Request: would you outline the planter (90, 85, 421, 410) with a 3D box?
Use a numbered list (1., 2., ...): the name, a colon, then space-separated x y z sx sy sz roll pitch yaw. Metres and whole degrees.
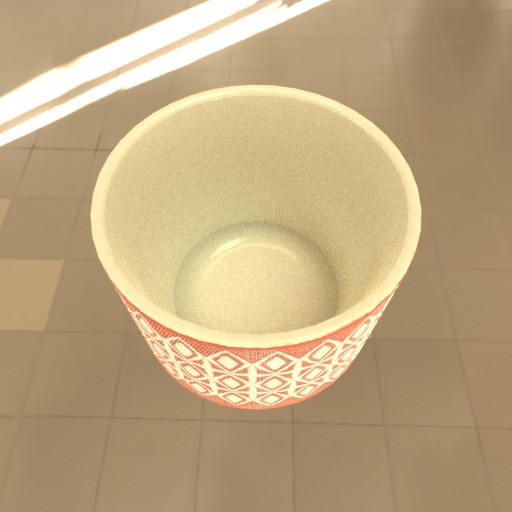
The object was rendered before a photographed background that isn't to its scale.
1. planter: 0.000 0.000 0.323 0.192 0.148 0.192 0 59 0
